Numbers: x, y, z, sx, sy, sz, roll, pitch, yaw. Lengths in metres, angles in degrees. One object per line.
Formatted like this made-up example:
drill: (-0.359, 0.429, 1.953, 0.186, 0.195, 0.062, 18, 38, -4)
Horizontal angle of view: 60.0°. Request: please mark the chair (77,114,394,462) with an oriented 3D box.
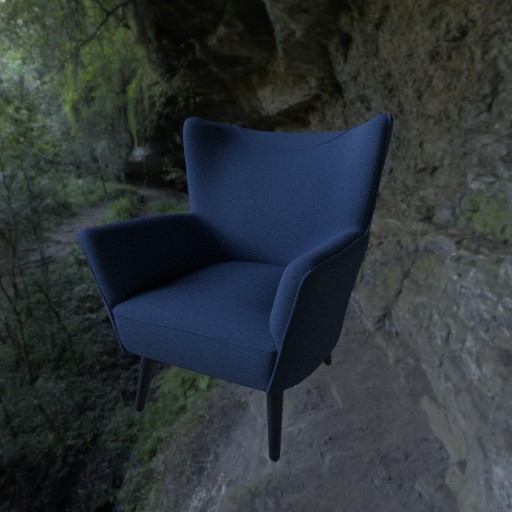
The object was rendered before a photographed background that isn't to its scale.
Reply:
chair: (0.000, 0.000, 1.528, 0.781, 0.933, 0.888, 8, 18, 26)
